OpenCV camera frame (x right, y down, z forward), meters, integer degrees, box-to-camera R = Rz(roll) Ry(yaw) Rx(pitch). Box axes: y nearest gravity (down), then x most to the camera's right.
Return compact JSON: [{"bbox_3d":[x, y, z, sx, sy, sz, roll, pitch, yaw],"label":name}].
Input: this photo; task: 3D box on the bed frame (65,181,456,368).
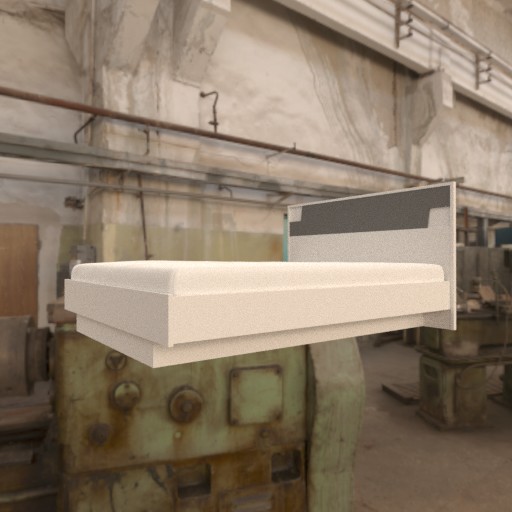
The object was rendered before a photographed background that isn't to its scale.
[{"bbox_3d":[0.000,0.000,3.060,2.100,1.001,1.711,0,0,-37],"label":"bed frame"}]
